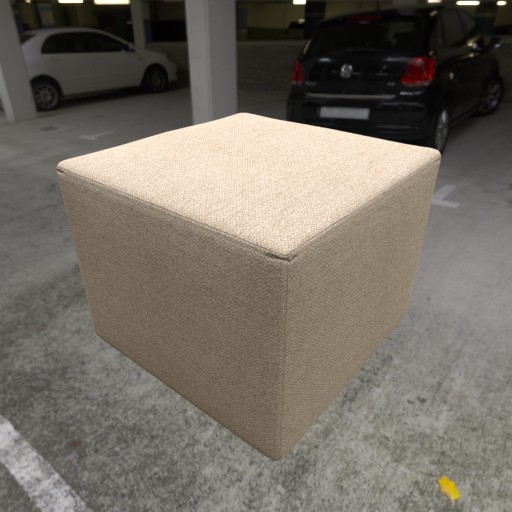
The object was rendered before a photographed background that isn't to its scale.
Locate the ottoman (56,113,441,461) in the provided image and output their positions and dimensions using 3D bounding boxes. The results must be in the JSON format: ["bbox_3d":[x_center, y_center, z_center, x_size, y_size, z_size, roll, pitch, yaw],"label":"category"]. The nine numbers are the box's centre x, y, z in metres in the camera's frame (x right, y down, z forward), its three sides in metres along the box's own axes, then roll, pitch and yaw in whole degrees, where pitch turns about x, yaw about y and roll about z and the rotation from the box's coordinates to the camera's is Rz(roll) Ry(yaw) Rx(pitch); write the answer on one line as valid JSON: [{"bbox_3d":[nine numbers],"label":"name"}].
[{"bbox_3d":[0.000,0.000,0.885,0.508,0.432,0.508,22,37,33],"label":"ottoman"}]
